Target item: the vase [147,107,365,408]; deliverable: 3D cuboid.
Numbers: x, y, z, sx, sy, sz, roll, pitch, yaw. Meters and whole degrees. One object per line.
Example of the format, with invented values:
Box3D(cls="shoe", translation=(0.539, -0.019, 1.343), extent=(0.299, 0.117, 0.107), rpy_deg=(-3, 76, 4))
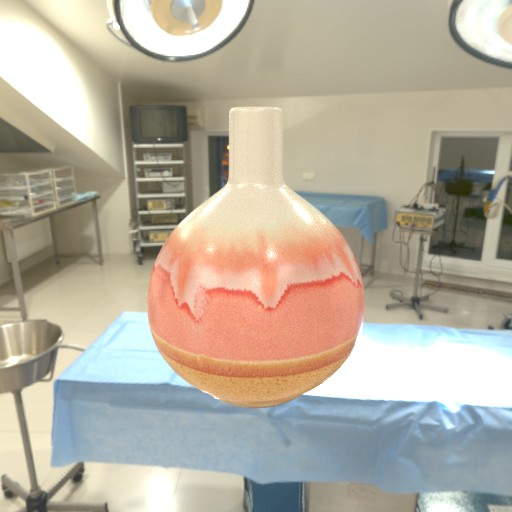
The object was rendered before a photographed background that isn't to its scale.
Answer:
Box3D(cls="vase", translation=(0.000, 0.000, 0.278), extent=(0.137, 0.176, 0.137), rpy_deg=(0, 16, 0))
